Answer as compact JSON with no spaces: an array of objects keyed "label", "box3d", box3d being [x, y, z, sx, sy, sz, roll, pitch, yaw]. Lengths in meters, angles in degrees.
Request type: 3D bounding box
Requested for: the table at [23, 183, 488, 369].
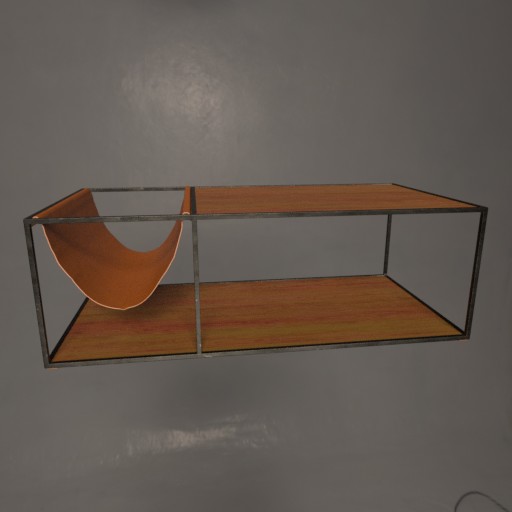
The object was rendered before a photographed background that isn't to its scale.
[{"label":"table","box3d":[0.000,0.000,1.468,1.199,0.403,0.597,-2,16,-8]}]
